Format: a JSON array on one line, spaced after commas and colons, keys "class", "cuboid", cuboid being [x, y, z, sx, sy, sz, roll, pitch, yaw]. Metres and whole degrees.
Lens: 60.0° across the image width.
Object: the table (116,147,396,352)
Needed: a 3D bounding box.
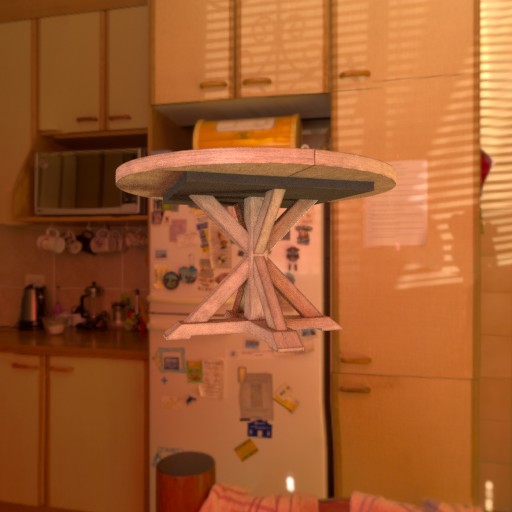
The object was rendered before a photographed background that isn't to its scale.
[{"class": "table", "cuboid": [0.000, 0.000, 2.255, 1.363, 0.781, 1.363, 0, 0, 0]}]
